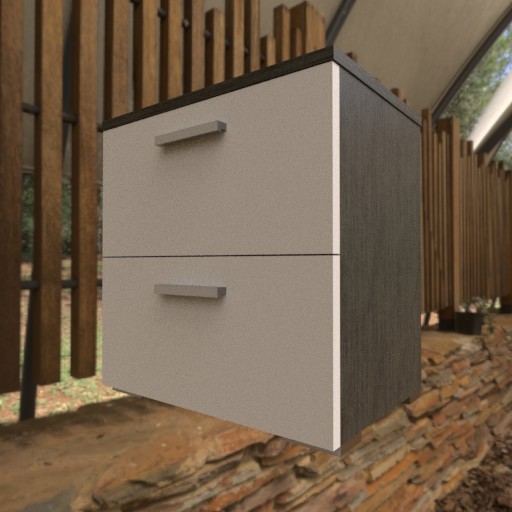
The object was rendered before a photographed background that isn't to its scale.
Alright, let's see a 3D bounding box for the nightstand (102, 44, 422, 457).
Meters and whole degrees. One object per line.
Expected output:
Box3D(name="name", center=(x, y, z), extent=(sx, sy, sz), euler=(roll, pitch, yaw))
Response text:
Box3D(name="nightstand", center=(0.000, 0.000, 0.736), extent=(0.441, 0.460, 0.325), euler=(-1, -1, 38))
